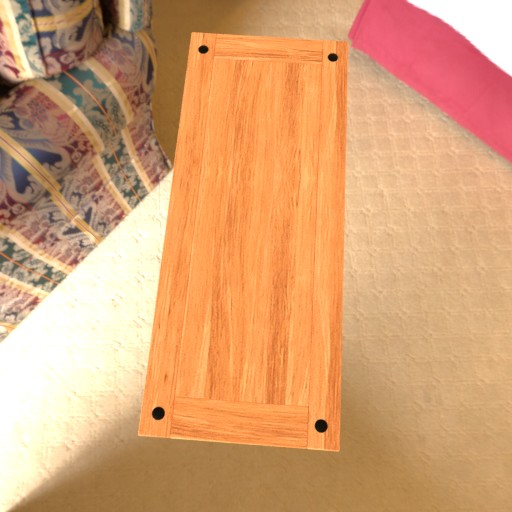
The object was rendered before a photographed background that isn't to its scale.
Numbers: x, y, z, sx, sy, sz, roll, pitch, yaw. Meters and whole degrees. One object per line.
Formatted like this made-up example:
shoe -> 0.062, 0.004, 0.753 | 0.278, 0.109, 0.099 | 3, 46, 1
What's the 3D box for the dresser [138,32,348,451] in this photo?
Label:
dresser -> 0.000, 0.000, 1.380 | 0.410, 0.740, 0.990 | 4, 75, 1
